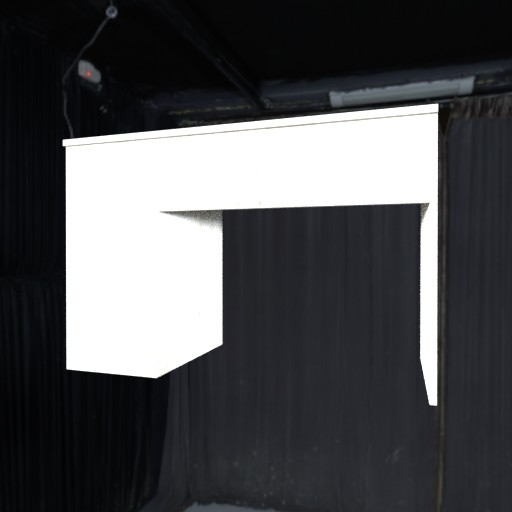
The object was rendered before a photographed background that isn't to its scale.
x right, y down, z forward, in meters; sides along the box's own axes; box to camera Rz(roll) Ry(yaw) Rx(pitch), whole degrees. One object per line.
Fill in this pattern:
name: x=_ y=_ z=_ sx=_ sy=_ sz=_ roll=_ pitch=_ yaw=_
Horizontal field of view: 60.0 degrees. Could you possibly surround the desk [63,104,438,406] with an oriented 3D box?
desk: x=0.000 y=0.000 z=1.492 sx=1.096 sy=0.730 sz=0.560 roll=0 pitch=0 yaw=18
